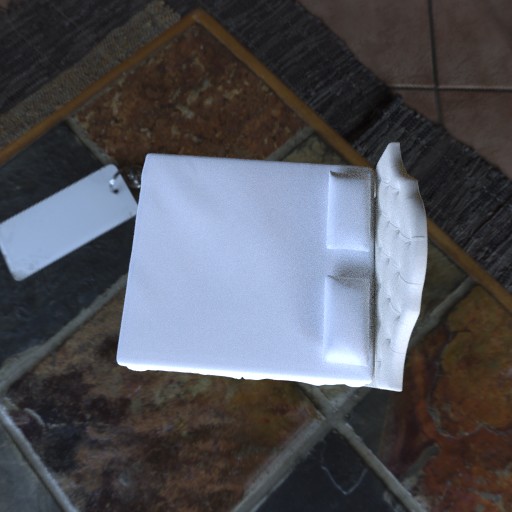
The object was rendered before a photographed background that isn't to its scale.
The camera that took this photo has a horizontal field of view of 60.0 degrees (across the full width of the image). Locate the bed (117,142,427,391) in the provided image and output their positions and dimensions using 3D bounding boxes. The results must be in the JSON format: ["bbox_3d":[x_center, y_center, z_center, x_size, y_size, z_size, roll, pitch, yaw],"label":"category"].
[{"bbox_3d":[0.000,0.000,3.645,2.214,1.615,2.008,4,76,1],"label":"bed"}]
